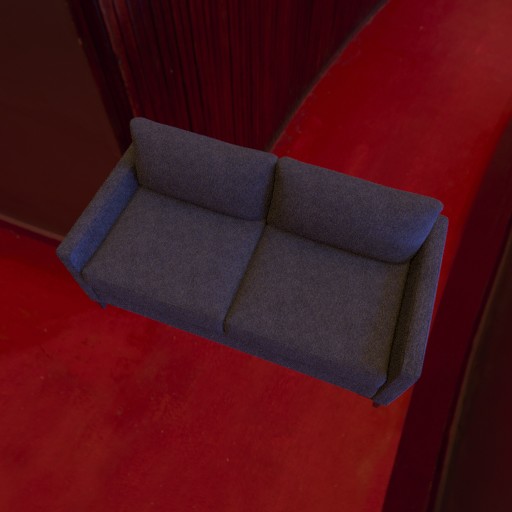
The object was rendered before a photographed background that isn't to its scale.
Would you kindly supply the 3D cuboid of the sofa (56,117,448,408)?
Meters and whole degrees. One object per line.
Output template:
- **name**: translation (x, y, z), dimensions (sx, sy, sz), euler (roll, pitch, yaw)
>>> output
- **sofa**: translation (0.000, 0.000, 2.258), dimensions (1.716, 0.862, 0.866), euler (18, 61, 10)
